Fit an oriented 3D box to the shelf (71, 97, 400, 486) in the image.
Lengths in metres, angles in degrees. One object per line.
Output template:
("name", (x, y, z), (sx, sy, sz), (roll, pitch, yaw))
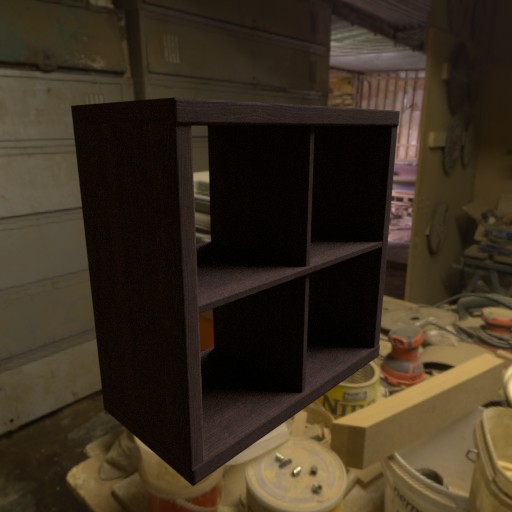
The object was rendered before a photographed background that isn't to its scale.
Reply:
("shelf", (0.000, 0.000, 1.244), (0.390, 0.786, 0.790), (15, 22, 42))
